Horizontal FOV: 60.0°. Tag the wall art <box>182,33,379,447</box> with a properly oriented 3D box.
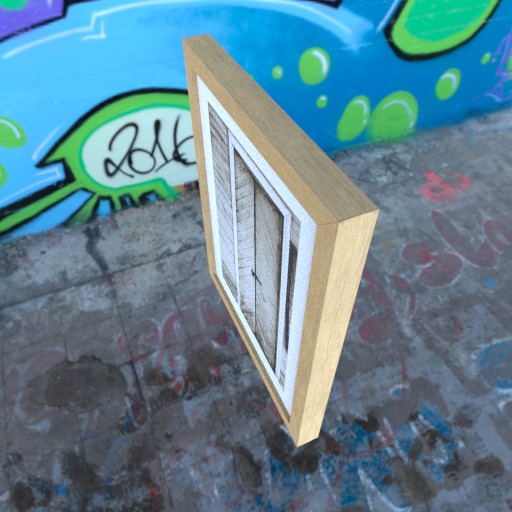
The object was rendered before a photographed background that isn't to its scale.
[{"bbox_3d":[0.000,0.000,0.512,0.030,0.380,0.312,-18,50,-16],"label":"wall art"}]
